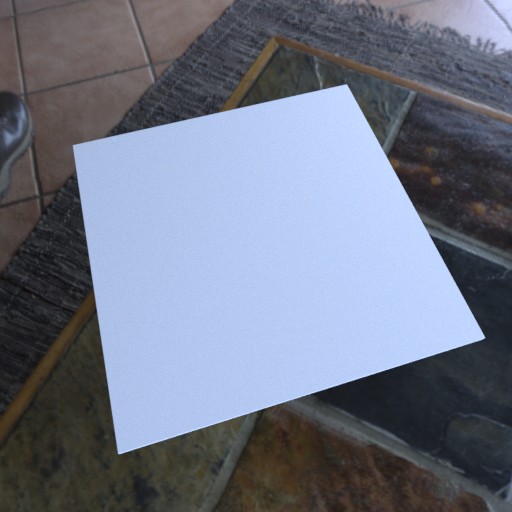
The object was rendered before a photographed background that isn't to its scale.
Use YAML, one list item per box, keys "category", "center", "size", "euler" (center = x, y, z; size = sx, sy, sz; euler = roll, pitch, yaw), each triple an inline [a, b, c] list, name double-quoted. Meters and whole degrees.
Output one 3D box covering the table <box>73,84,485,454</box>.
- category: "table"
  center: [0.000, 0.000, 1.341]
  size: [0.890, 0.305, 0.890]
  euler: [-15, 64, -7]
